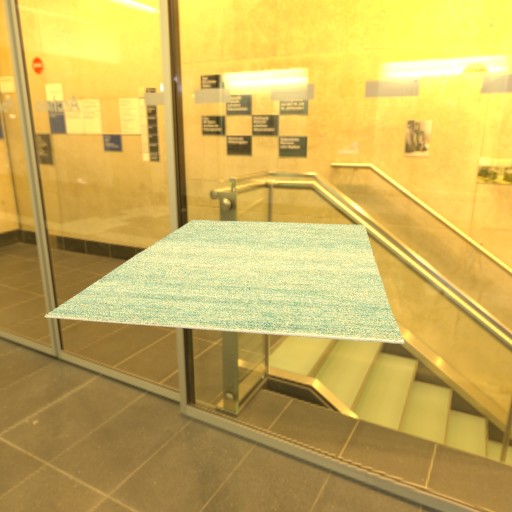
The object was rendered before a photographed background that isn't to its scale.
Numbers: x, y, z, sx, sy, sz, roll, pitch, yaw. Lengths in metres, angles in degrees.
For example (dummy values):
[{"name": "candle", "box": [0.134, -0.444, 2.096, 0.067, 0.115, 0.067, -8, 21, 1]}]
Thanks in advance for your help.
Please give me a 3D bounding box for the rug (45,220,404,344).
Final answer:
[{"name": "rug", "box": [0.000, 0.000, 2.991, 1.593, 0.029, 2.305, 3, 16, 9]}]
